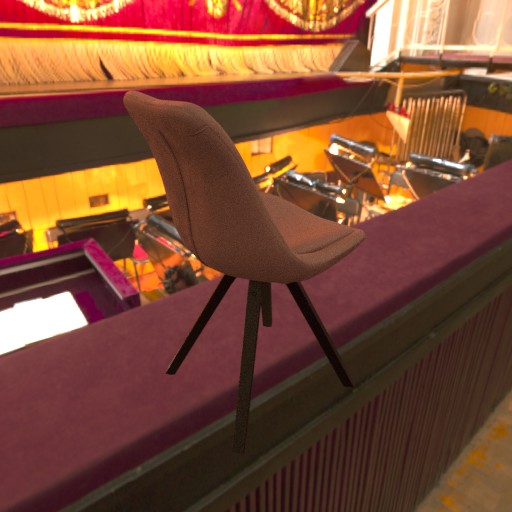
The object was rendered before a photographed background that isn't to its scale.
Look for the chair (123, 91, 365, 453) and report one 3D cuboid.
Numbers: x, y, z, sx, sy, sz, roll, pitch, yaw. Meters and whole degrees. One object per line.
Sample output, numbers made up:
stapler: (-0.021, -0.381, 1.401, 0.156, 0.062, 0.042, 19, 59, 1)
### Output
chair: (0.000, 0.000, 1.214, 0.547, 0.865, 0.483, -19, 32, -33)
